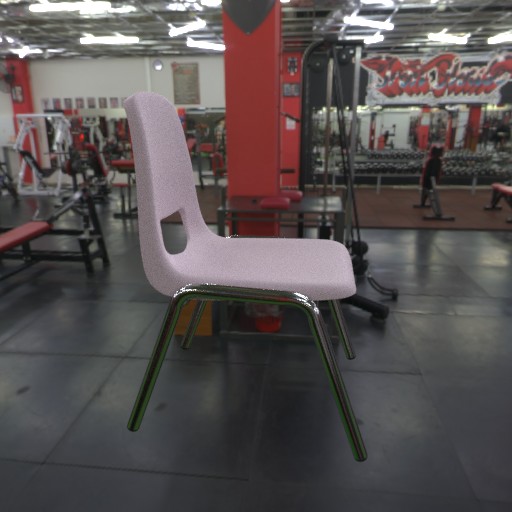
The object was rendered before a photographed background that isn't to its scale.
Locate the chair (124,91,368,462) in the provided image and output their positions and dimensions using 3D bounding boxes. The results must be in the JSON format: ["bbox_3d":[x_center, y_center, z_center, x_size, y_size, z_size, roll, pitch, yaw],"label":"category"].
[{"bbox_3d":[0.000,0.000,0.836,0.423,0.586,0.354,3,17,9],"label":"chair"}]
